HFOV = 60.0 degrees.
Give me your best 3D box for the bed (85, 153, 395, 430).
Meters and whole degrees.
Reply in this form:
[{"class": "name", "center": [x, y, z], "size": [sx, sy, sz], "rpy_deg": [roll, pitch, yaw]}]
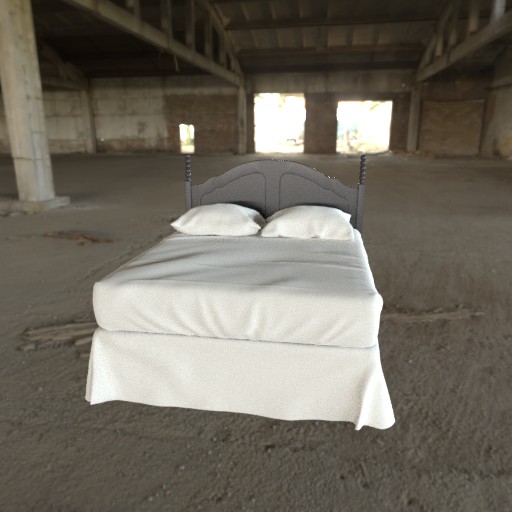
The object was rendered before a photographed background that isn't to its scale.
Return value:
[{"class": "bed", "center": [0.000, 0.000, 3.235], "size": [1.873, 1.356, 2.040], "rpy_deg": [2, 16, 9]}]
